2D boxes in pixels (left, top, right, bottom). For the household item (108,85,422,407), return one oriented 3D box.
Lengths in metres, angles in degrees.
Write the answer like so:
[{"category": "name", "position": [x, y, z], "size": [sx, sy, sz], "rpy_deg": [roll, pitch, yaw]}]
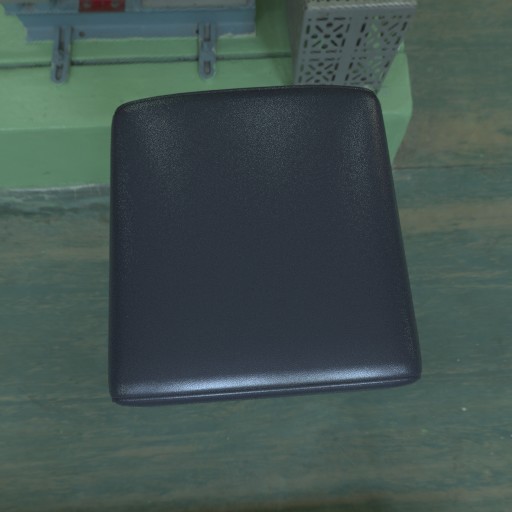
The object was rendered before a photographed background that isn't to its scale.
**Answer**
[{"category": "household item", "position": [0.000, 0.000, 0.874], "size": [0.530, 0.410, 0.530], "rpy_deg": [-4, 76, -1]}]
